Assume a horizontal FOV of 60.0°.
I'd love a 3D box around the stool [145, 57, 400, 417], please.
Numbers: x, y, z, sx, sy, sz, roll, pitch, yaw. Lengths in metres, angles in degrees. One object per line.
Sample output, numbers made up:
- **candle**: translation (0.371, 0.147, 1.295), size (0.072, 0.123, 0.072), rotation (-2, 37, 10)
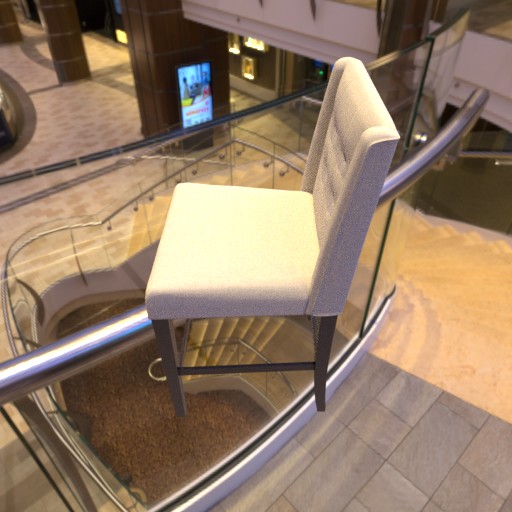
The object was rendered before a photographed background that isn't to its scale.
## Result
- **stool**: translation (0.000, 0.000, 1.227), size (0.509, 0.939, 0.474), rotation (0, 41, 1)
